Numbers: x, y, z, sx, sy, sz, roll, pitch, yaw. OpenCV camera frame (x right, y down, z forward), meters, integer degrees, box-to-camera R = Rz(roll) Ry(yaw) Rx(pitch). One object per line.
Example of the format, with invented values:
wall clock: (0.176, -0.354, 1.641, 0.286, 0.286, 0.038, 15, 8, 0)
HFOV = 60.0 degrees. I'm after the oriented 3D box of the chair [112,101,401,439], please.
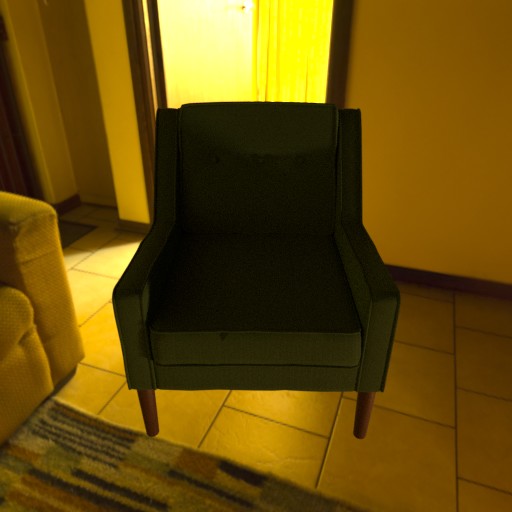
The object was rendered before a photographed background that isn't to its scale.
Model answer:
chair: (0.000, 0.000, 1.321, 0.663, 0.792, 0.743, 0, 29, 1)
